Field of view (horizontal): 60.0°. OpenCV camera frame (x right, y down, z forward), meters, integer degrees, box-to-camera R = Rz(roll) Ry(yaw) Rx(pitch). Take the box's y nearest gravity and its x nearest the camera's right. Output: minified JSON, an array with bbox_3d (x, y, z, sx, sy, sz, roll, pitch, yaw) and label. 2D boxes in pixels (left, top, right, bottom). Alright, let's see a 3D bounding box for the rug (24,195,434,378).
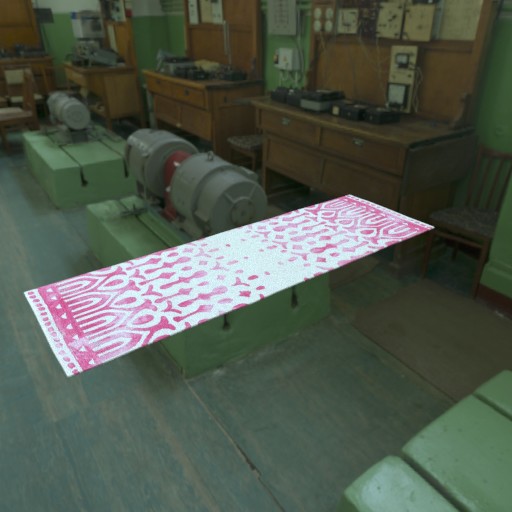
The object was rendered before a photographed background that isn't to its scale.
[{"bbox_3d":[0.000,0.000,2.683,2.458,0.011,0.787,-19,34,-31],"label":"rug"}]
